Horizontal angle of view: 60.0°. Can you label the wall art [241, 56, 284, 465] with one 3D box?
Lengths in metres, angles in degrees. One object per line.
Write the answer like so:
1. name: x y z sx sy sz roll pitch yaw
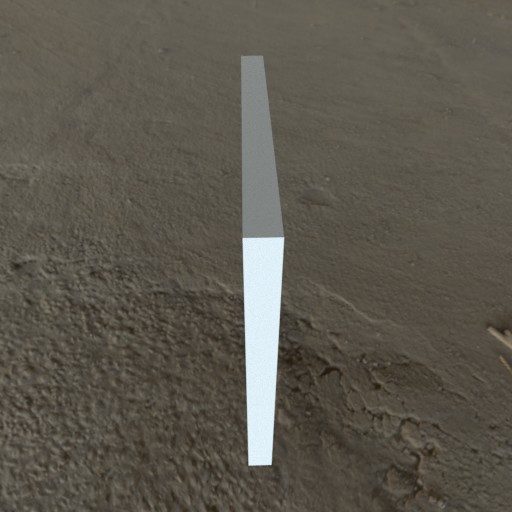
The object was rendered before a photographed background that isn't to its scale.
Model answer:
1. wall art: 0.000 0.000 0.543 0.027 0.355 0.355 -1 42 -1
